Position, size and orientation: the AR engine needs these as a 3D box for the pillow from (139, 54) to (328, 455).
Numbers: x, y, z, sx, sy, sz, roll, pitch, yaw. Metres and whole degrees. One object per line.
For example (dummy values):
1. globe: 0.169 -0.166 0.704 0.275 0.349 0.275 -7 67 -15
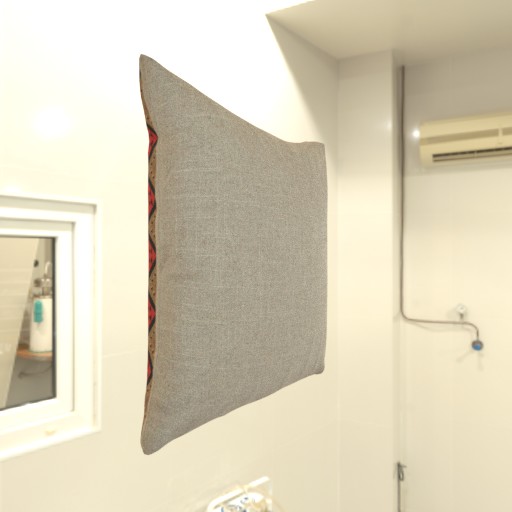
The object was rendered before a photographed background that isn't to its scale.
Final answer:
1. pillow: 0.000 0.000 0.771 0.158 0.511 0.513 0 0 34
